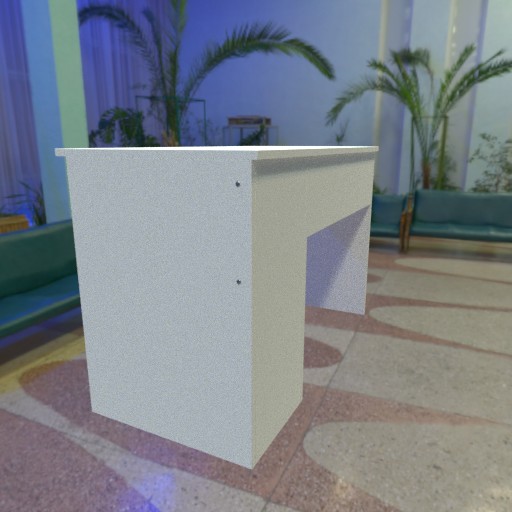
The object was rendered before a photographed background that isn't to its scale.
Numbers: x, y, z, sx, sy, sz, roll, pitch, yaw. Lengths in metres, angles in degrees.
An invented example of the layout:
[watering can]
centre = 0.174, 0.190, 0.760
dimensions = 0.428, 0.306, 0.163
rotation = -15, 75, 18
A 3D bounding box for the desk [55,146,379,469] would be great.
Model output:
[desk]
centre = 0.000, 0.000, 1.533
dimensions = 0.560, 0.730, 1.096
rotation = 7, 16, 26
